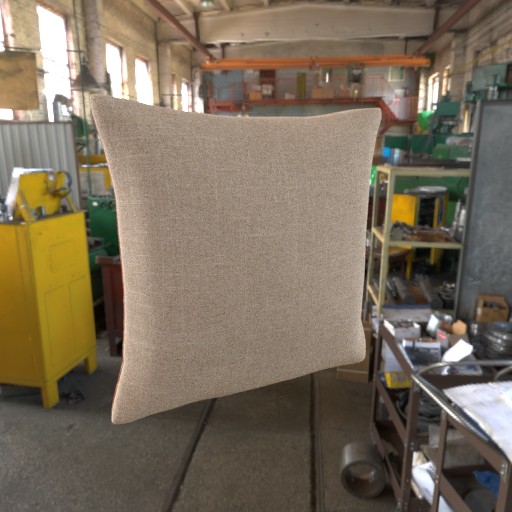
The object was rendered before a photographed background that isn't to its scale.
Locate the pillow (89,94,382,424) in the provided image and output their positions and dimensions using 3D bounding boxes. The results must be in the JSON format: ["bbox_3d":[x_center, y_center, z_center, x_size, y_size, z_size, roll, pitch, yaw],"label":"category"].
[{"bbox_3d":[0.000,0.000,0.760,0.511,0.503,0.182,-7,15,-26],"label":"pillow"}]
